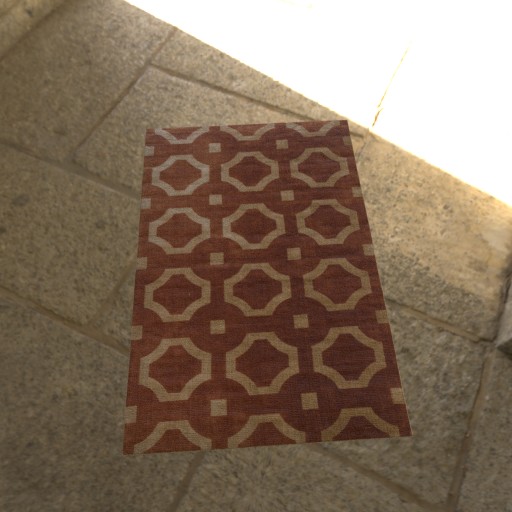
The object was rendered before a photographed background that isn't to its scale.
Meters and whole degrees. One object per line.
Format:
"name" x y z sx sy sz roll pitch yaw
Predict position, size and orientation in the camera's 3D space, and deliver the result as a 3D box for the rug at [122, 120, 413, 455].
"rug" 0.000 0.000 2.881 1.555 0.016 2.286 -3 63 -2
